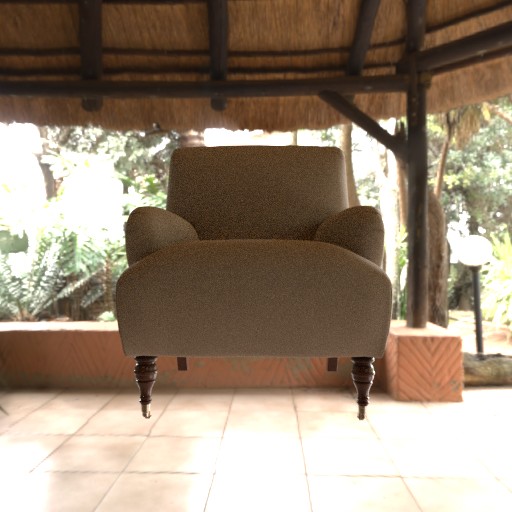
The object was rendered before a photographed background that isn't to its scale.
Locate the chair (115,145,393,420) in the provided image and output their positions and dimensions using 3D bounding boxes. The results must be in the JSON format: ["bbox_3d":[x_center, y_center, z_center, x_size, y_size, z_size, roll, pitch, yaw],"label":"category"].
[{"bbox_3d":[0.000,0.000,1.564,0.766,0.942,0.842,0,0,1],"label":"chair"}]
